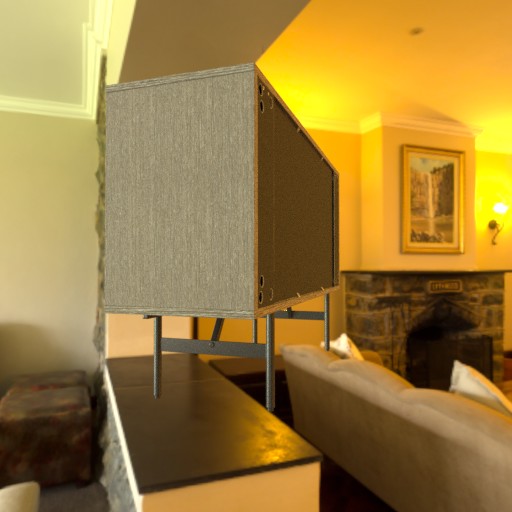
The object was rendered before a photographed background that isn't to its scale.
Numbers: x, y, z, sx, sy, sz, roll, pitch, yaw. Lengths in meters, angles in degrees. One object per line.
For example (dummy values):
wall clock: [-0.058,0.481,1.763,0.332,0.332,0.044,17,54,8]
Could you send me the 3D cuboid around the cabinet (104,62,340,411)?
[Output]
cabinet: [0.000,0.000,1.549,0.405,0.787,1.194,0,-1,19]
